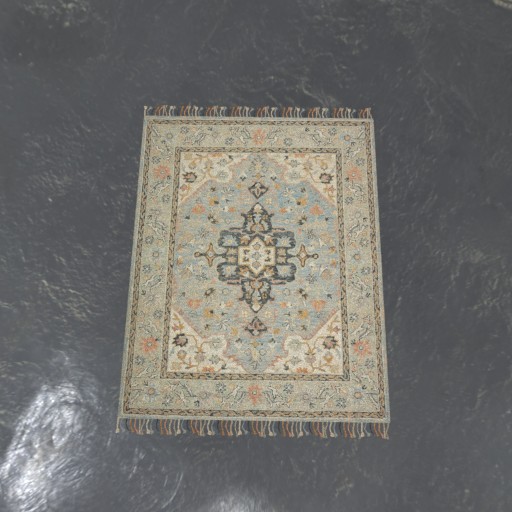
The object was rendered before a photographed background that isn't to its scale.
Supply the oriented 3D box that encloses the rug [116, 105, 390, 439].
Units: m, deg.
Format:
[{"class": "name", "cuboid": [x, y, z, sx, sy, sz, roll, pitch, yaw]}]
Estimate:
[{"class": "rug", "cuboid": [0.000, 0.000, 4.216, 2.379, 0.011, 3.221, 1, 76, 0]}]
